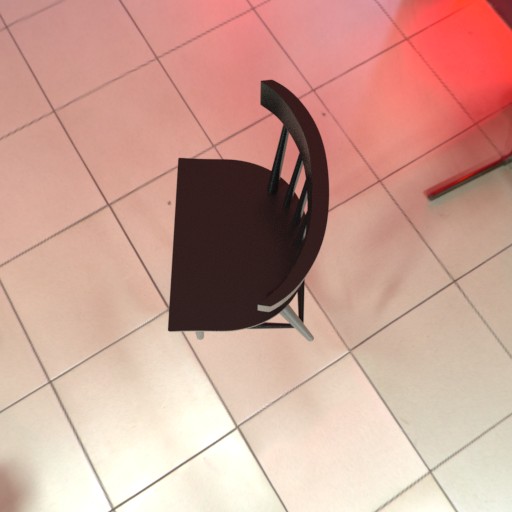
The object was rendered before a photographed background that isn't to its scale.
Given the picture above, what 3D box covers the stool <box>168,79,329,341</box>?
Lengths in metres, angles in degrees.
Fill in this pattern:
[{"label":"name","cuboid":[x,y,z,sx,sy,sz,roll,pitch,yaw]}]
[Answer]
[{"label":"stool","cuboid":[0.000,0.000,1.347,0.483,1.092,0.482,1,76,0]}]
